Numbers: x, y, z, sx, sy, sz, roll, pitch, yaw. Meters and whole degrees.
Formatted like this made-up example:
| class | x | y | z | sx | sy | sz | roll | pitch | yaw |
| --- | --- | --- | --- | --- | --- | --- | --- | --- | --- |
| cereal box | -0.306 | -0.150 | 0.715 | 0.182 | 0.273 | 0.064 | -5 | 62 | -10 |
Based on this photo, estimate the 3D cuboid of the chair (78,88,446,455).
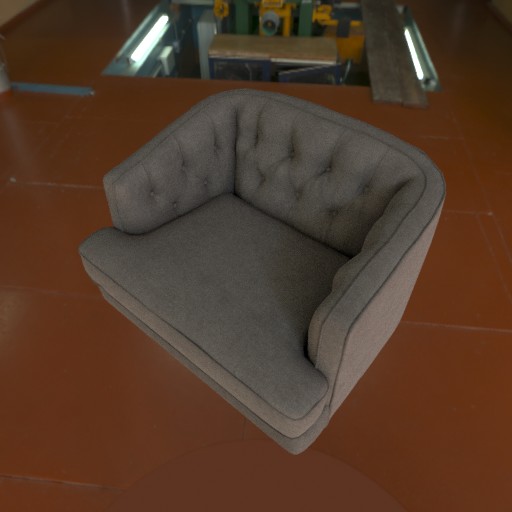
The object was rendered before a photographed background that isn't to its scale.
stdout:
| class | x | y | z | sx | sy | sz | roll | pitch | yaw |
| --- | --- | --- | --- | --- | --- | --- | --- | --- | --- |
| chair | 0.000 | 0.000 | 1.729 | 1.104 | 0.852 | 0.941 | 31 | 53 | 27 |
